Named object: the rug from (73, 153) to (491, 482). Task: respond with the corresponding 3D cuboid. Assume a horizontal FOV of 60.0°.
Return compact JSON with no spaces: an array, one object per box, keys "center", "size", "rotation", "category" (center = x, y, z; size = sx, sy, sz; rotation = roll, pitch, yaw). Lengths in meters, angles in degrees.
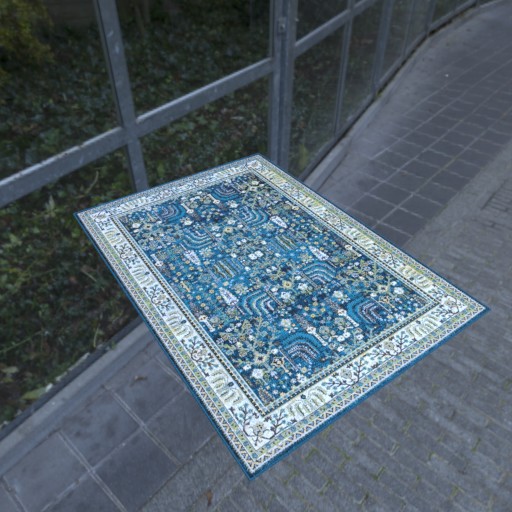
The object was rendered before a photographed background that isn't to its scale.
[{"center":[0.000,0.000,2.767],"size":[1.594,0.013,2.213],"rotation":[-24,46,-26],"category":"rug"}]
